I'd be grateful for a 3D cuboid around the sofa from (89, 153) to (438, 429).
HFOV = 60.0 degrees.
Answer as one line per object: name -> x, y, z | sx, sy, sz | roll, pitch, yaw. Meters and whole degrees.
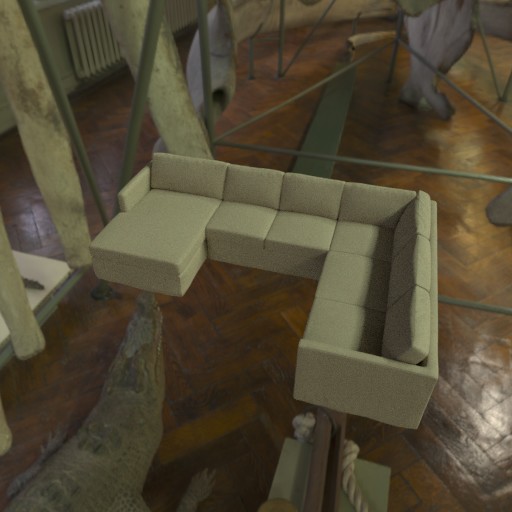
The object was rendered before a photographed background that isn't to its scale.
sofa -> 0.000, 0.000, 4.574 | 3.528, 0.878, 2.476 | 11, 41, 13
